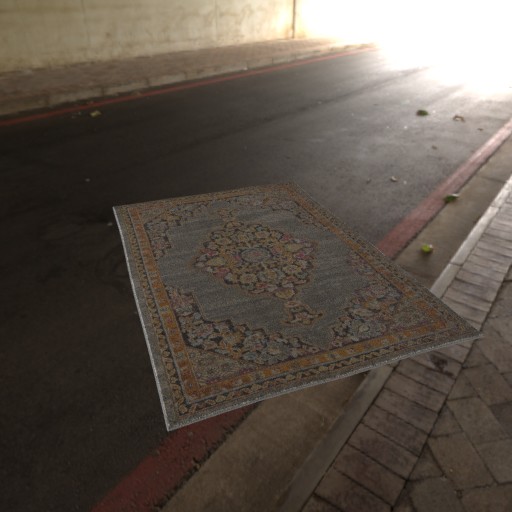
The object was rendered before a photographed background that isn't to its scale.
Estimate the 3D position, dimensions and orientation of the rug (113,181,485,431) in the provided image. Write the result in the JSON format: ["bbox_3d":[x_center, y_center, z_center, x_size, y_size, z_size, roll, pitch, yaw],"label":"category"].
[{"bbox_3d":[0.000,0.000,3.687,2.043,0.026,2.901,-11,32,-18],"label":"rug"}]
